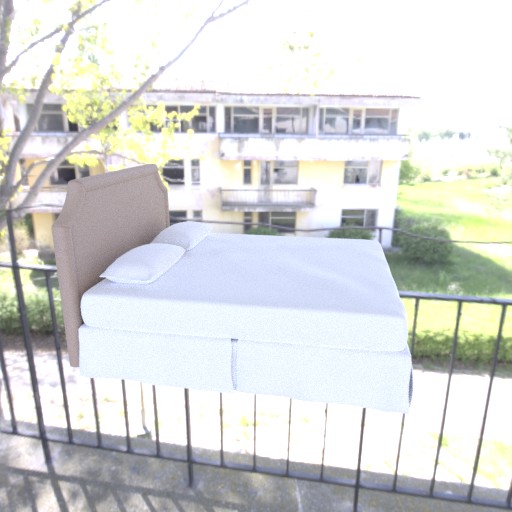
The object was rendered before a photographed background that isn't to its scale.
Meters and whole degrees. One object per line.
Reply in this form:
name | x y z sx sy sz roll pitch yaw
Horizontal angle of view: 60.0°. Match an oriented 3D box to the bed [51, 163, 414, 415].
bed | 0.000 0.000 4.286 2.773 1.590 2.350 3 17 10
